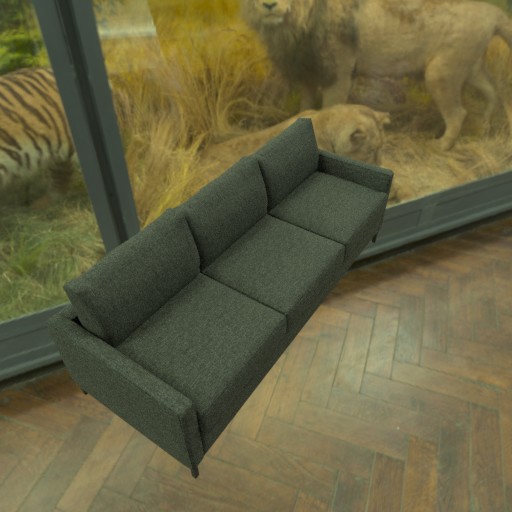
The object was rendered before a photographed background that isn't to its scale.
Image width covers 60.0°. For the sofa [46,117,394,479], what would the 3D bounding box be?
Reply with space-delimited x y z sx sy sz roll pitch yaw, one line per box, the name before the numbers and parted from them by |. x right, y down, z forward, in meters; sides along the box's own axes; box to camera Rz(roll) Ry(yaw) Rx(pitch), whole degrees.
sofa | 0.000 0.000 2.681 0.876 0.879 2.253 24 47 25
